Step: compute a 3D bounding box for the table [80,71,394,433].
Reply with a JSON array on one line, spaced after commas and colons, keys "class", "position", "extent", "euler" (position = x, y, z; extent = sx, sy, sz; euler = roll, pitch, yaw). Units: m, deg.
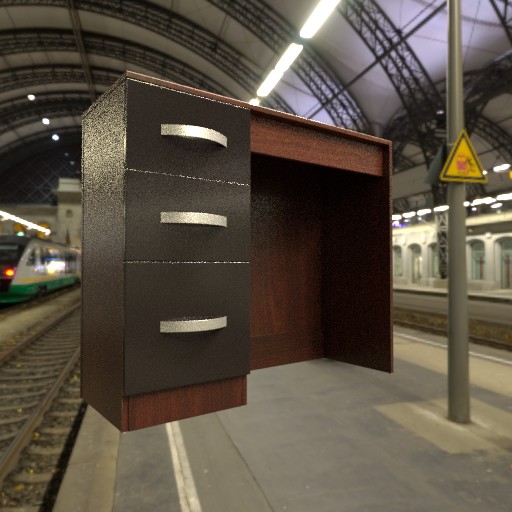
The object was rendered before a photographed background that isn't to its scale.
[{"class": "table", "position": [0.000, 0.000, 1.356], "extent": [0.930, 0.790, 0.380], "euler": [1, -2, -36]}]
